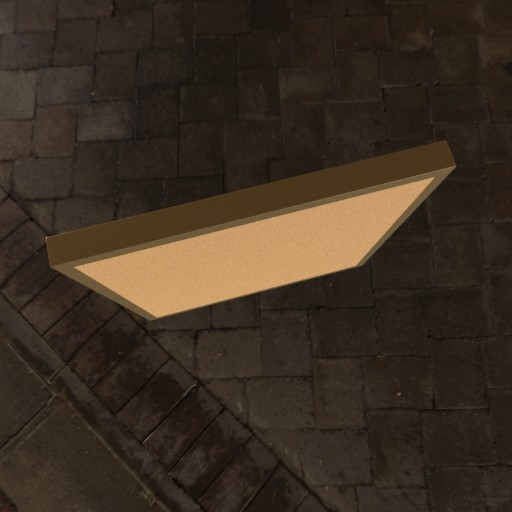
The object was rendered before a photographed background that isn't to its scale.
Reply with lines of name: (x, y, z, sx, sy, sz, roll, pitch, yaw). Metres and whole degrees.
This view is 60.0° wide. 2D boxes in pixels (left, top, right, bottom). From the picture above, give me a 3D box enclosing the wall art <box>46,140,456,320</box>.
wall art: (0.000, 0.000, 0.471, 0.305, 0.305, 0.023, -14, 75, -4)
